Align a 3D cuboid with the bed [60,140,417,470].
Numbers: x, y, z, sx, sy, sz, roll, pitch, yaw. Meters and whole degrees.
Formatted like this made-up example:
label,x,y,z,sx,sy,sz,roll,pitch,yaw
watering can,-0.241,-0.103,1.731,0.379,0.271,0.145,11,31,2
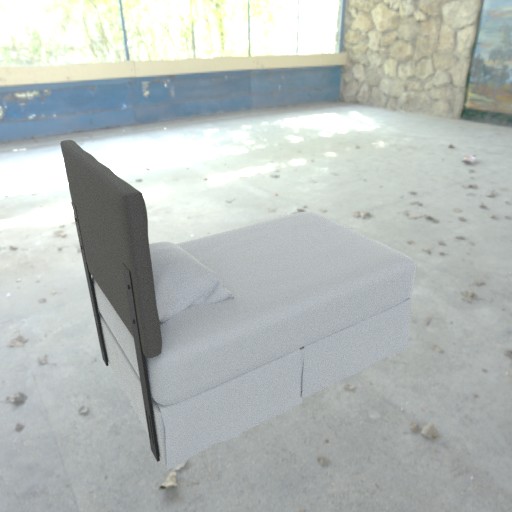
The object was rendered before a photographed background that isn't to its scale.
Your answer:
label,x,y,z,sx,sy,sz,roll,pitch,yaw
bed,0.000,0.000,2.965,1.997,1.571,1.261,-17,31,-29
